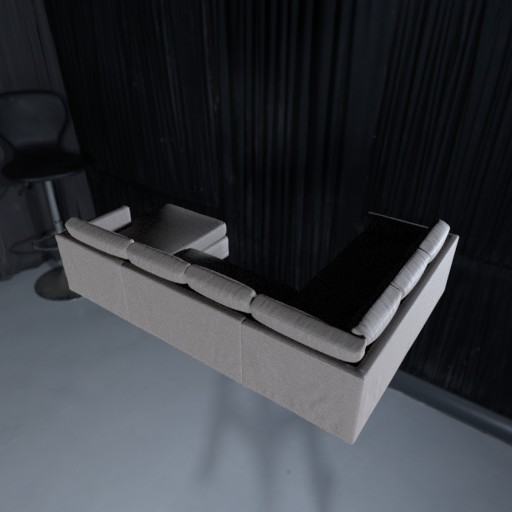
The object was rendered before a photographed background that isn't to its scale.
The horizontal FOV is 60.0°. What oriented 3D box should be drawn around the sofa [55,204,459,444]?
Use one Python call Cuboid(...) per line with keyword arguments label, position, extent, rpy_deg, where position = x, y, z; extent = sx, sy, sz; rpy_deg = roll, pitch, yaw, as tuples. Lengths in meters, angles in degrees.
Cuboid(label="sofa", position=(0.000, 0.000, 4.727), extent=(3.460, 0.882, 2.427), rpy_deg=(20, 37, 29))
